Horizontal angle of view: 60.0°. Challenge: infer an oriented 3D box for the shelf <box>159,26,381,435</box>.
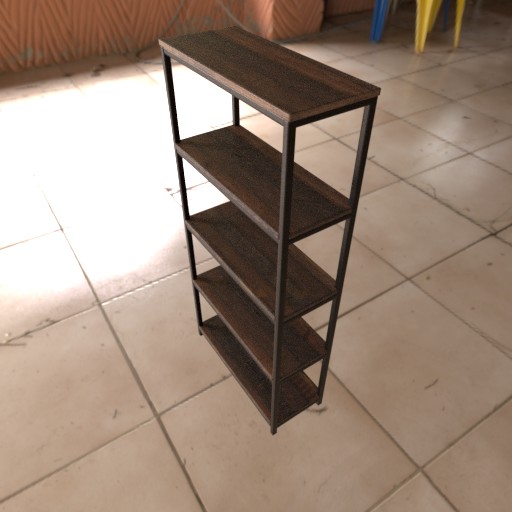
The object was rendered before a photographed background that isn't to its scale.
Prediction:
[{"bbox_3d":[0.000,0.000,2.200,0.359,1.860,0.874,-24,47,-25],"label":"shelf"}]
